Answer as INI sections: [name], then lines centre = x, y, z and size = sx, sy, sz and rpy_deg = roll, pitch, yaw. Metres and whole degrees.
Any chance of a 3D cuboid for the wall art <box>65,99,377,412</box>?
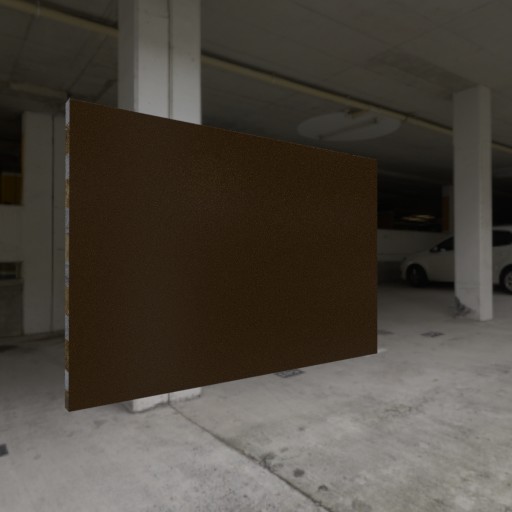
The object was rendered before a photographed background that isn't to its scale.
[wall art]
centre = 0.000, 0.000, 1.426
size = 1.145, 0.762, 0.041
rpy_deg = 0, -1, -36
